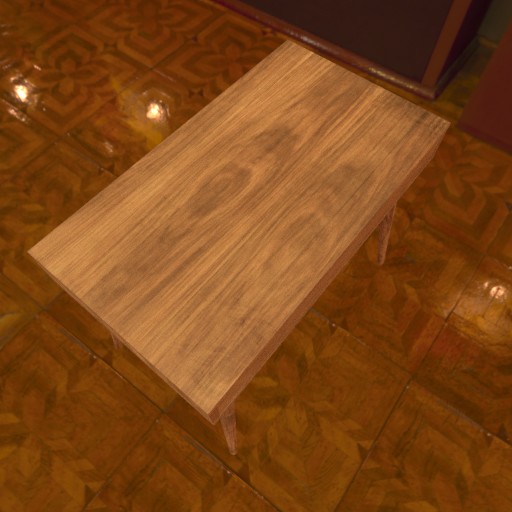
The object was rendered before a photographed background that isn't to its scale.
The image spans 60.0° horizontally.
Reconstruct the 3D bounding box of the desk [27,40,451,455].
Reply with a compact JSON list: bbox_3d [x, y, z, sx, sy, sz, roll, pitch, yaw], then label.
[{"bbox_3d":[0.000,0.000,1.407,0.588,0.758,0.949,36,67,18],"label":"desk"}]
